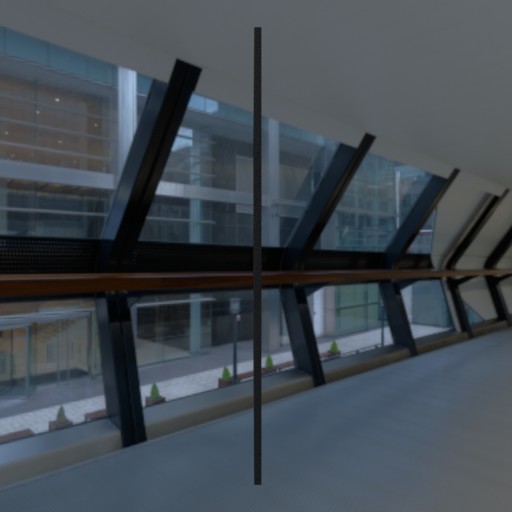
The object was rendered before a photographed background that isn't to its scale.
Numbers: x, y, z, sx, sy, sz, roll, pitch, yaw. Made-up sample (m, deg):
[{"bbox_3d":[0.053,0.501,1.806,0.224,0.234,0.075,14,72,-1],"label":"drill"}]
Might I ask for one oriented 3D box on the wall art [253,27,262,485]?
[{"bbox_3d":[0.000,0.000,1.209,0.013,0.823,0.823,0,0,0],"label":"wall art"}]
